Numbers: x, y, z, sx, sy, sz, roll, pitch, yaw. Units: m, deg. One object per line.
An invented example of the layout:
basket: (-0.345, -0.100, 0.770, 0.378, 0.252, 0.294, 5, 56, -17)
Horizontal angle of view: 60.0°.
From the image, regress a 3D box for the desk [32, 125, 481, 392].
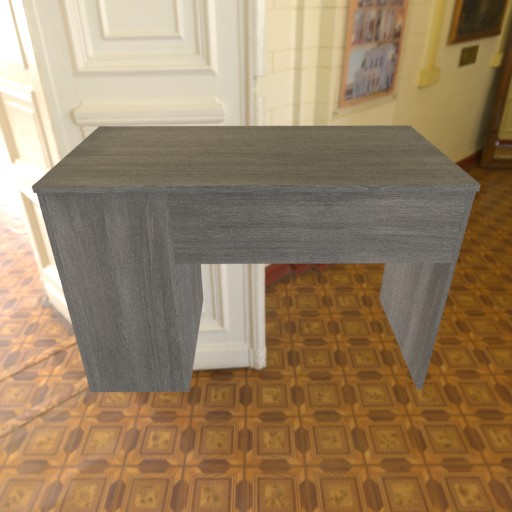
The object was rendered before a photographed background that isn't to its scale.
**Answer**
desk: (0.000, 0.000, 1.510, 1.097, 0.735, 0.560, 0, 31, 0)
